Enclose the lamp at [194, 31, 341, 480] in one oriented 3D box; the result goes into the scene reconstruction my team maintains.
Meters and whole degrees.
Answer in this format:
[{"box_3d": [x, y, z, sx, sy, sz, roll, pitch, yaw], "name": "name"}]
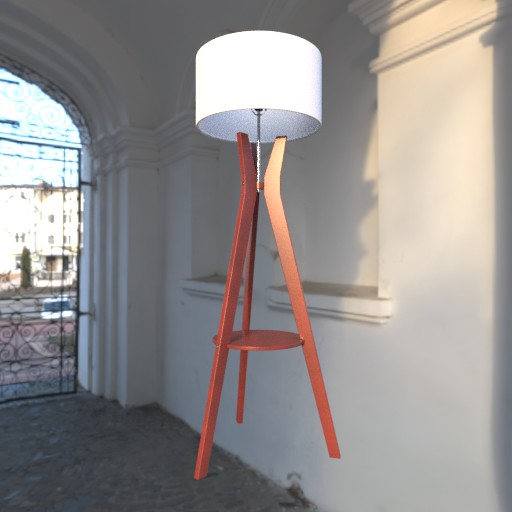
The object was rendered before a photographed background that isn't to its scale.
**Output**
[{"box_3d": [0.000, 0.000, 1.718, 0.539, 1.472, 0.542, 0, 0, -17], "name": "lamp"}]
